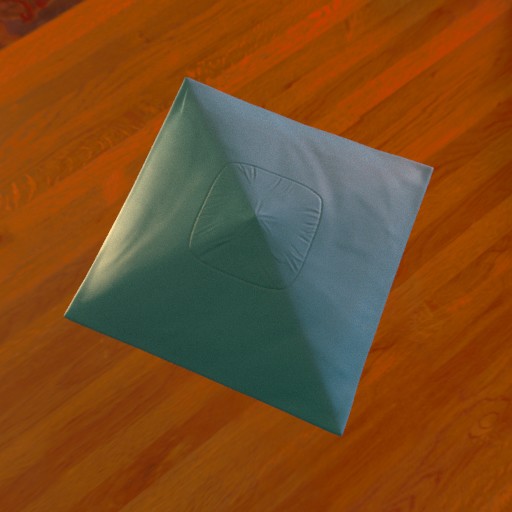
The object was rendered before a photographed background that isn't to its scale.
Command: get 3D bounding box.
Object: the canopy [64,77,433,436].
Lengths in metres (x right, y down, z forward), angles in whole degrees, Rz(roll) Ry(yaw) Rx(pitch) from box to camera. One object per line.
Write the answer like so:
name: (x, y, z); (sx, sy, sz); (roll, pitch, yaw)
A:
canopy: (0.000, 0.000, 5.364); (2.996, 2.997, 2.998); (22, 77, 5)
